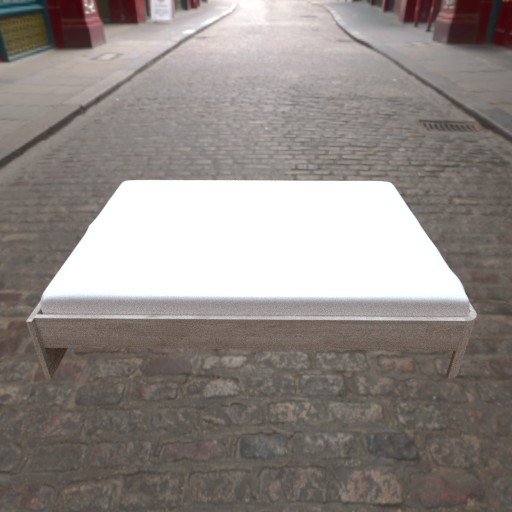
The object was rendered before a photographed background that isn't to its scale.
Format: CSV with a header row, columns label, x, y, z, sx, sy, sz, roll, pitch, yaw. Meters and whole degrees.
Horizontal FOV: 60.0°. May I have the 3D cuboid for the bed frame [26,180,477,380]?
label,x,y,z,sx,sy,sz,roll,pitch,yaw
bed frame,0.000,0.000,2.583,1.950,0.462,1.490,0,31,1
